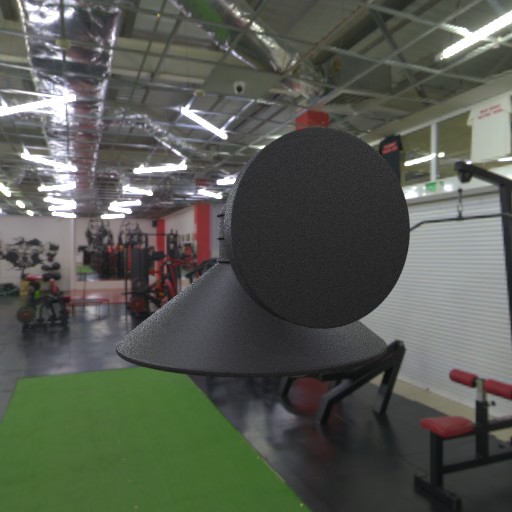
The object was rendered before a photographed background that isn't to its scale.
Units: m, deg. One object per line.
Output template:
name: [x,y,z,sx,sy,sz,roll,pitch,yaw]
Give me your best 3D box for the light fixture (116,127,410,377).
light fixture: [0.000,0.000,0.660,0.396,0.265,0.434,0,0,-20]
